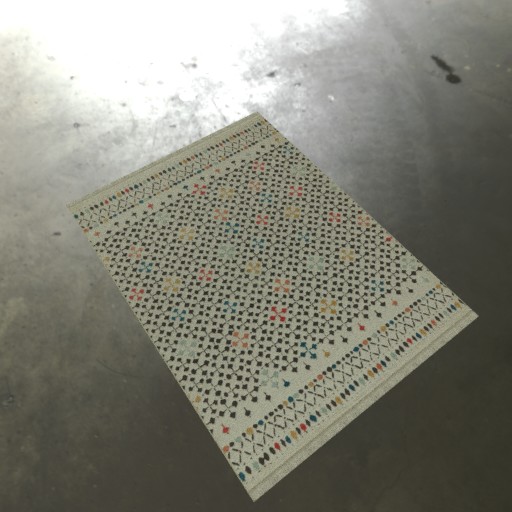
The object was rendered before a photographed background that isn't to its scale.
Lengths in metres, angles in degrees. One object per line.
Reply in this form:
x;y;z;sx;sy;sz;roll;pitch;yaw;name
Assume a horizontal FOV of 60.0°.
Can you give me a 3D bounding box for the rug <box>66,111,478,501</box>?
0.000;0.000;4.084;2.354;0.007;3.196;-32;63;-18;rug
